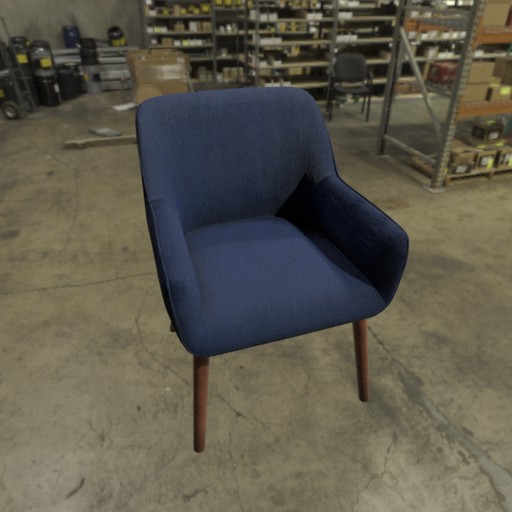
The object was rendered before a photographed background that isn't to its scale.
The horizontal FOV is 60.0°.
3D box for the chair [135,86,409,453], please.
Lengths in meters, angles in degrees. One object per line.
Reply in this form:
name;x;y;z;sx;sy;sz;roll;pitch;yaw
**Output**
chair;0.000;0.000;1.288;0.600;0.820;0.600;-10;34;-16
